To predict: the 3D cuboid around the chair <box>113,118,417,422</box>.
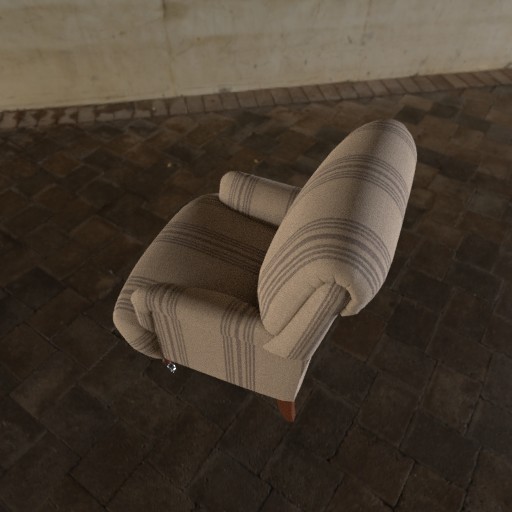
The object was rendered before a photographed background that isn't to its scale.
[{"bbox_3d":[0.000,0.000,1.630,0.914,0.940,0.813,16,47,15],"label":"chair"}]
